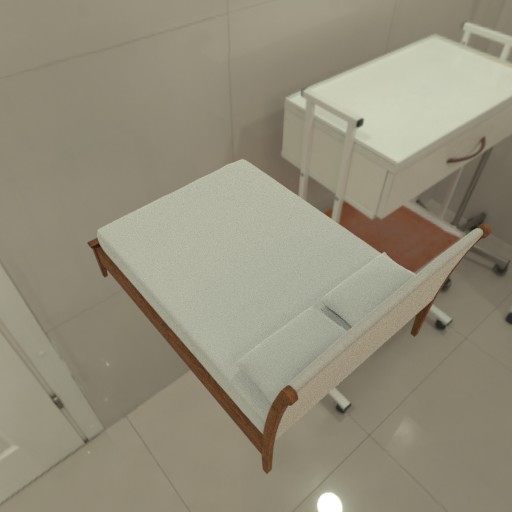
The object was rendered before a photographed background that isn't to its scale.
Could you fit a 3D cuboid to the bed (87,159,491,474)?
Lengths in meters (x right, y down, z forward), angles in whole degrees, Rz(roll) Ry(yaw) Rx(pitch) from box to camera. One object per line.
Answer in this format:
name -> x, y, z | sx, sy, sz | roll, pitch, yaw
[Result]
bed -> 0.000, 0.000, 2.943 | 1.502, 1.135, 2.108 | -32, 55, -26
